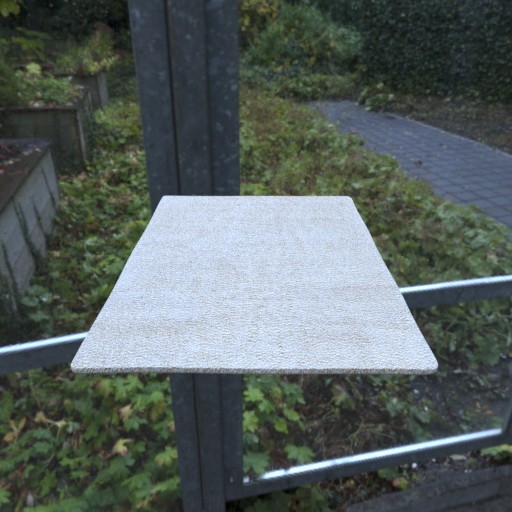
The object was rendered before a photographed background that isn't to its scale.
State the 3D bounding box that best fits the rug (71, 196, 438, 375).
[{"bbox_3d":[0.000,0.000,2.135,1.200,0.027,1.600,0,28,0],"label":"rug"}]
